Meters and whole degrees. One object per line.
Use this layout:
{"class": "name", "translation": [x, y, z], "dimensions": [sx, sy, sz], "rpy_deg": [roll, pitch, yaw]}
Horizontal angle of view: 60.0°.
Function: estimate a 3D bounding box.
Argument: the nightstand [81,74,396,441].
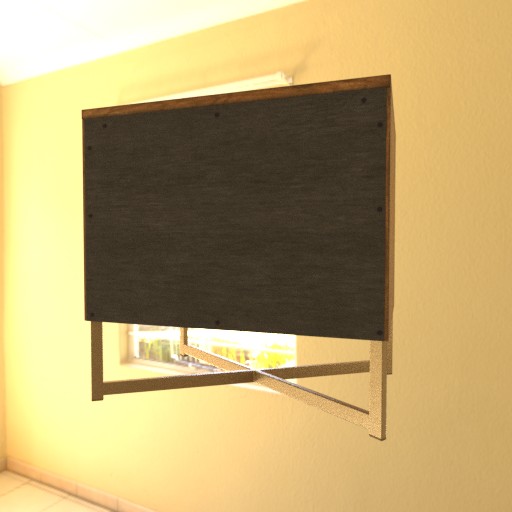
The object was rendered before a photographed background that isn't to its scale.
{"class": "nightstand", "translation": [0.000, 0.000, 1.035], "dimensions": [0.610, 0.610, 0.446], "rpy_deg": [1, 2, 18]}
